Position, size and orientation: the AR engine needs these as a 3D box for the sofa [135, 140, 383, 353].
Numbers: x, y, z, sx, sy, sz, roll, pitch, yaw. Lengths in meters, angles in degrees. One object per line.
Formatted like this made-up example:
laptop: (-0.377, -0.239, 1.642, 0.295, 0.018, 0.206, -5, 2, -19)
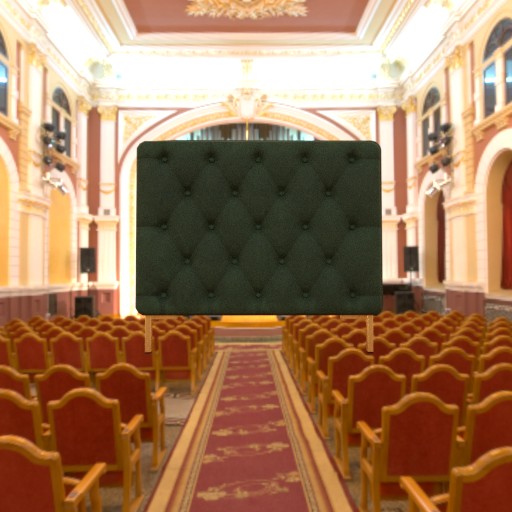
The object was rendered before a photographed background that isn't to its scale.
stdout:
sofa: (0.000, 0.000, 2.641, 0.895, 0.771, 2.209, 0, -2, -1)
